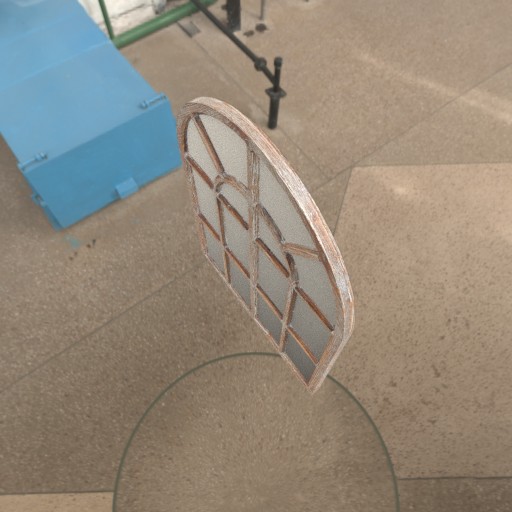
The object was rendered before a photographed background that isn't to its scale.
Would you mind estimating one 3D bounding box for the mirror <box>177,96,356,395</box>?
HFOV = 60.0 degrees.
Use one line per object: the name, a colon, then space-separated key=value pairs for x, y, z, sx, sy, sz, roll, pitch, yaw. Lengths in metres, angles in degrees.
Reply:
mirror: x=0.000 y=0.000 z=1.185 sx=0.032 sy=0.920 sz=0.660 roll=-33 pitch=67 yaw=-16
